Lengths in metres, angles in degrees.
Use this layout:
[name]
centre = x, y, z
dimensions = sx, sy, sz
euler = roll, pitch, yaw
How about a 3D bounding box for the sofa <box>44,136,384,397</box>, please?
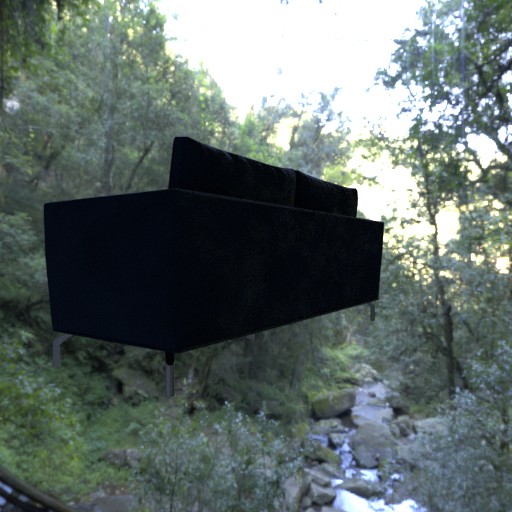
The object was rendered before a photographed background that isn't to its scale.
[sofa]
centre = 0.000, 0.000, 2.677
dimensions = 0.853, 0.998, 2.212
euler = 0, 1, 35
